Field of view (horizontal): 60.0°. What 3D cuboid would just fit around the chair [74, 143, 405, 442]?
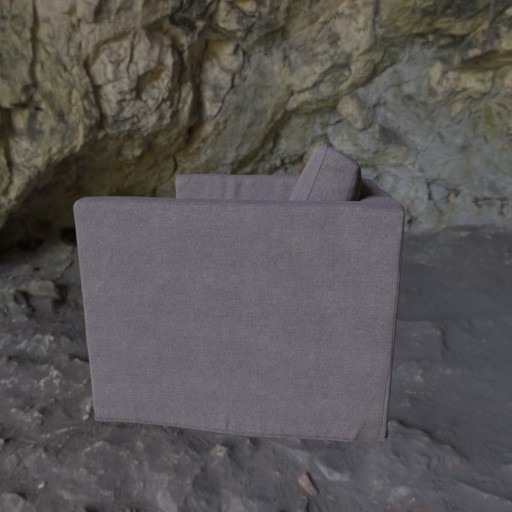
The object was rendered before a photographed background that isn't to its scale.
[{"bbox_3d":[0.000,0.000,1.748,0.949,0.863,1.057,2,15,8],"label":"chair"}]
